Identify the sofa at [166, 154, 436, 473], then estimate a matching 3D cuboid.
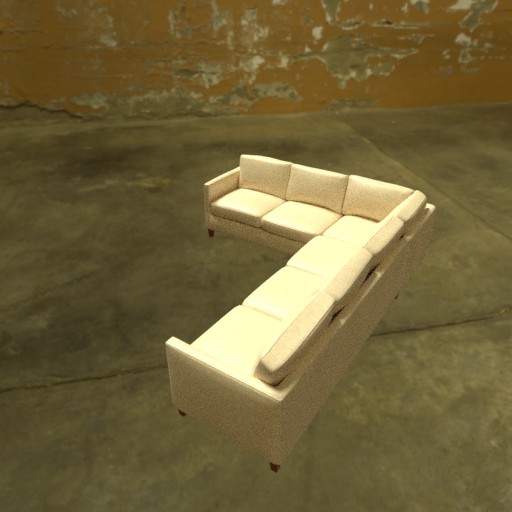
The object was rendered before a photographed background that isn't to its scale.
[{"bbox_3d":[0.000,0.000,4.385,2.593,0.947,3.302,19,35,29],"label":"sofa"}]
